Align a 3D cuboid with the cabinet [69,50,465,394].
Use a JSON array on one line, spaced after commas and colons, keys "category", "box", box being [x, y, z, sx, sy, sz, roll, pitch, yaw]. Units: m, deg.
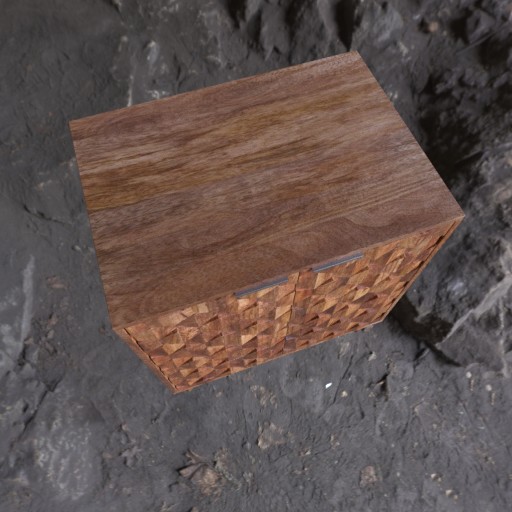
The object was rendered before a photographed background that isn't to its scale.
[{"category": "cabinet", "box": [0.000, 0.000, 1.191, 0.647, 0.758, 0.473, -17, 64, -9]}]
